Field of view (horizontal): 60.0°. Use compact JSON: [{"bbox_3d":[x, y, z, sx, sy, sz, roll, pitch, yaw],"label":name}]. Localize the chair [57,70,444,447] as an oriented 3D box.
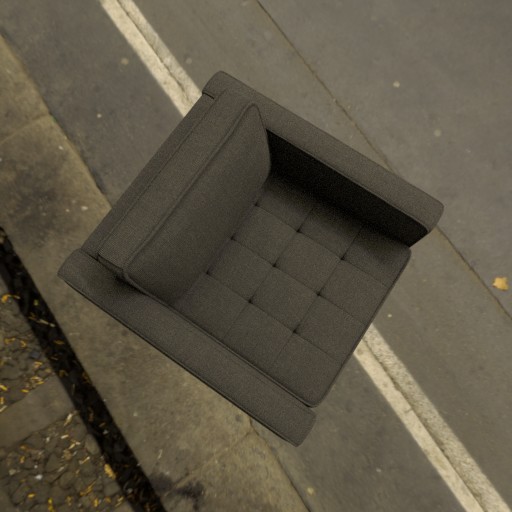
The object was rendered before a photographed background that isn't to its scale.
[{"bbox_3d":[0.000,0.000,1.583,0.919,0.770,0.899,33,79,7],"label":"chair"}]
